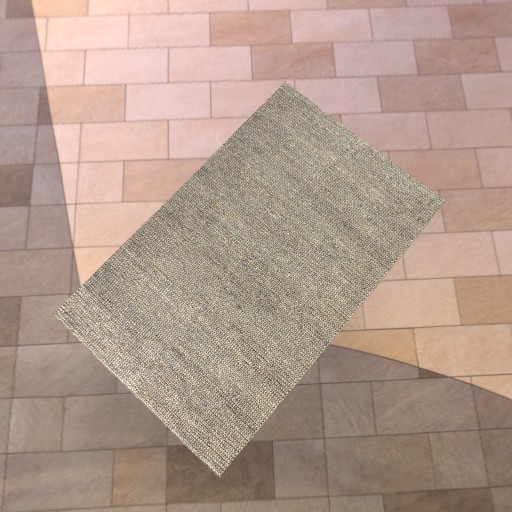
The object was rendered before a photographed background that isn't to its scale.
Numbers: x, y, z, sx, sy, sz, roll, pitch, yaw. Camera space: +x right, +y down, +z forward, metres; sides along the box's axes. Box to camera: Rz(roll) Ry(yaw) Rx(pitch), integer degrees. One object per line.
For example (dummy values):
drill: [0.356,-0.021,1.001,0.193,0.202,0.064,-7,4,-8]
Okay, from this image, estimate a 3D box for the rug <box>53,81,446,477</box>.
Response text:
rug: [0.000,0.000,3.106,1.538,0.021,2.443,40,79,10]
